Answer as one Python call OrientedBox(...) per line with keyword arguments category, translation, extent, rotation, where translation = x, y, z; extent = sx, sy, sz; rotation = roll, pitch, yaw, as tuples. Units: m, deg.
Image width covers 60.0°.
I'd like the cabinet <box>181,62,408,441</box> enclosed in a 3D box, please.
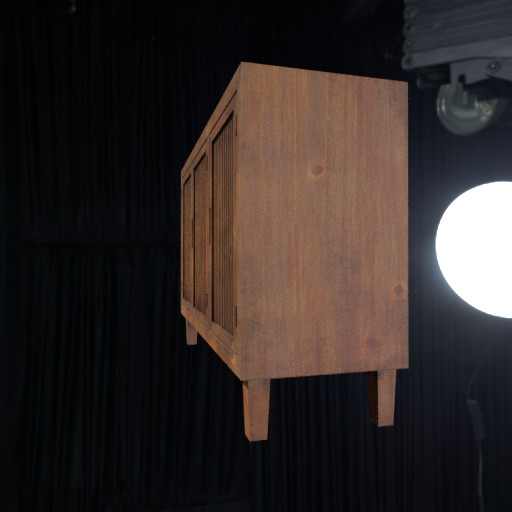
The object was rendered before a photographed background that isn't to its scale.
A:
OrientedBox(category="cabinet", translation=(0.000, 0.000, 1.559), extent=(0.403, 0.805, 1.204), rotation=(0, 0, -15))
